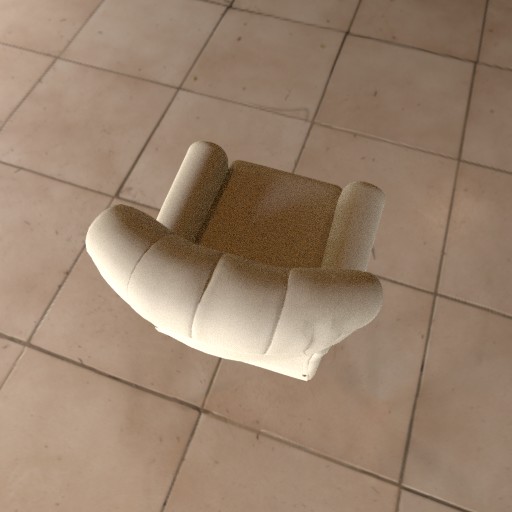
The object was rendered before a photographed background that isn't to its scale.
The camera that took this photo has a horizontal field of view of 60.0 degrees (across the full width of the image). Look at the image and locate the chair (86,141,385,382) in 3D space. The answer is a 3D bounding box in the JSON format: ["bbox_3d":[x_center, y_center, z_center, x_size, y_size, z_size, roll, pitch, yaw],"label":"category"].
[{"bbox_3d":[0.000,0.000,2.033,1.035,1.169,1.132,16,64,8],"label":"chair"}]
